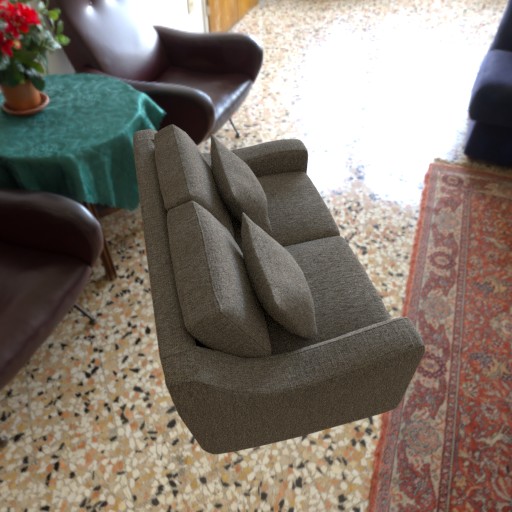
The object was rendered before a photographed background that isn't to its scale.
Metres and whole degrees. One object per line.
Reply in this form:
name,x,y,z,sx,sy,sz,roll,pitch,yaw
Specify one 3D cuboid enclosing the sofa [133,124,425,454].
sofa,0.000,0.000,2.474,1.120,0.991,1.778,-11,48,-10
